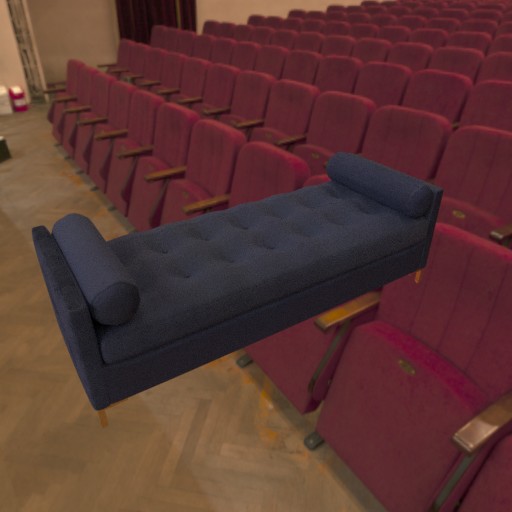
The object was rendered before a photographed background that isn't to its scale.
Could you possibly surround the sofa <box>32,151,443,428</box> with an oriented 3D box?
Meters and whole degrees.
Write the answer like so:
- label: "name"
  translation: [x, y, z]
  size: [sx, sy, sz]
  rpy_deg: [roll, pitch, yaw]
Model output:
- label: "sofa"
  translation: [0.000, 0.000, 2.475]
  size: [2.102, 0.705, 0.796]
  rpy_deg: [-18, 36, -27]
